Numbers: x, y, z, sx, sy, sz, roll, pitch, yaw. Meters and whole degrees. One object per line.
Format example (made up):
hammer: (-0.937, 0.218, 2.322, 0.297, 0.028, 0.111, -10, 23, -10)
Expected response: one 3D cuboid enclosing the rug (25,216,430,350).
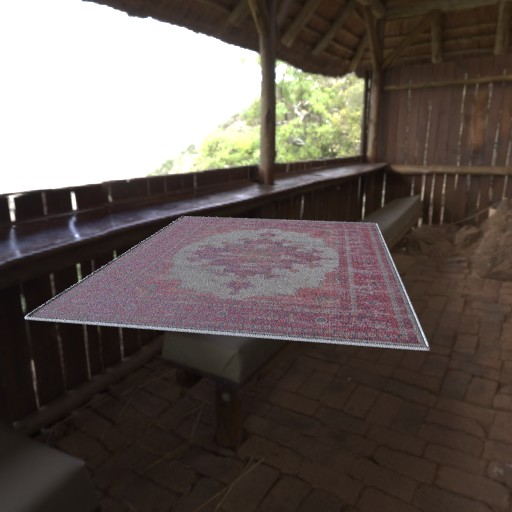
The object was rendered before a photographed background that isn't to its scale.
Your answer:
rug: (0.000, 0.000, 4.062, 2.447, 0.017, 3.123, 3, 17, 9)
